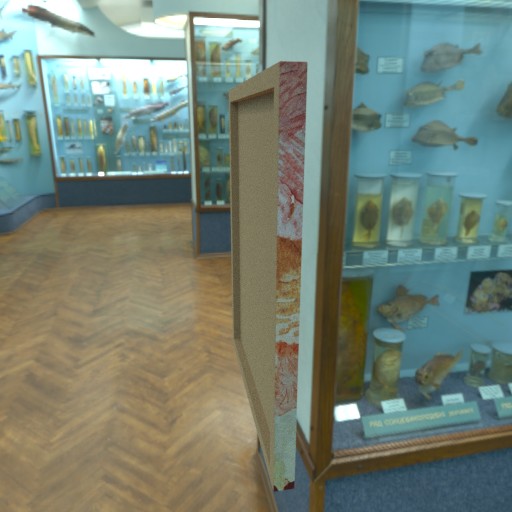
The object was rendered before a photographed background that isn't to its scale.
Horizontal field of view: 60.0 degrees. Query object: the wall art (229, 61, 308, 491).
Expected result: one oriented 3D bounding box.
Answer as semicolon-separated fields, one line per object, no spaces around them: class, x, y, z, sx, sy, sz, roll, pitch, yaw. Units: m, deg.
wall art;0.000;0.000;0.687;0.028;0.508;0.406;-3;17;-10
